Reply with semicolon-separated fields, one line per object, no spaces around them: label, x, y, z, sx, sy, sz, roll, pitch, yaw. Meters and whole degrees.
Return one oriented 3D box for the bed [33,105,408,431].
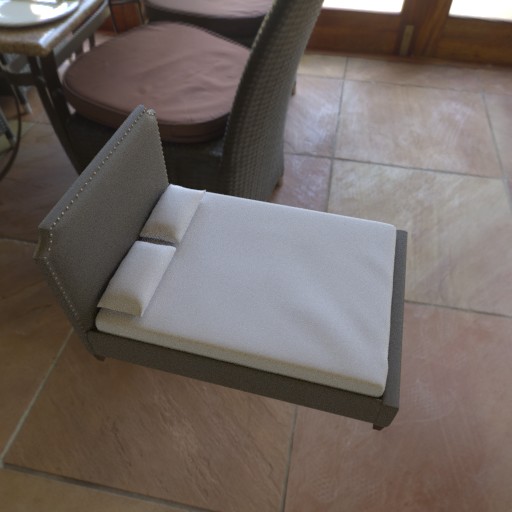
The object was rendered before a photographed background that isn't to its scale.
bed;0.000;0.000;3.418;2.372;1.443;1.712;11;50;10
